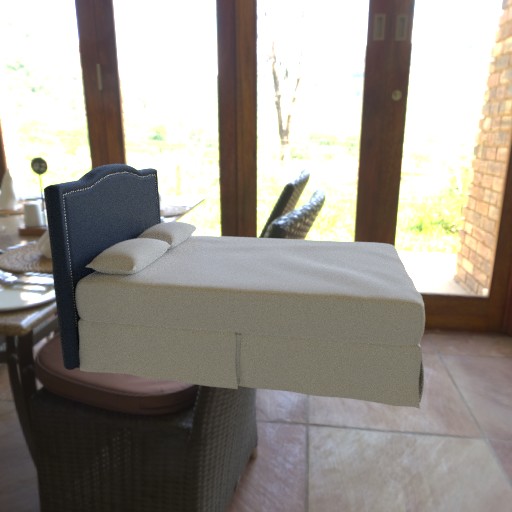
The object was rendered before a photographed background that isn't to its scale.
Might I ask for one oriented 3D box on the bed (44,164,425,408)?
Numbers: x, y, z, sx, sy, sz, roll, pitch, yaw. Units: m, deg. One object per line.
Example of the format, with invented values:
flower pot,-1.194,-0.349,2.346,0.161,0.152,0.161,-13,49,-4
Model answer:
bed,0.000,0.000,3.614,2.507,1.441,1.741,3,16,10
